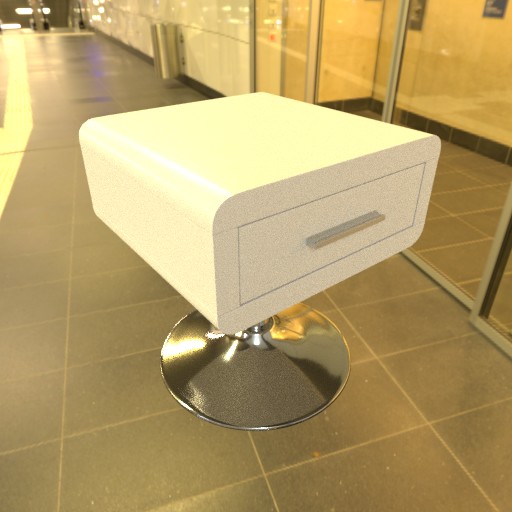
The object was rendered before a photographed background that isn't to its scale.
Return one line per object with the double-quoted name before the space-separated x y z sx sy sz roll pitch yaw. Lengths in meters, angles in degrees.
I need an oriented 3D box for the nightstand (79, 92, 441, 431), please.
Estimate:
"nightstand" 0.000 0.000 0.772 0.399 0.447 0.404 -22 37 -32
